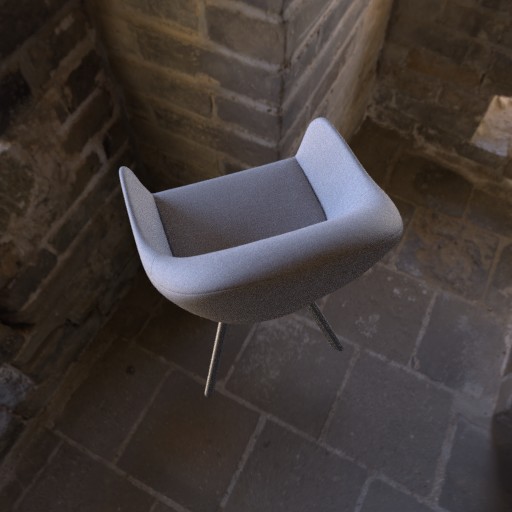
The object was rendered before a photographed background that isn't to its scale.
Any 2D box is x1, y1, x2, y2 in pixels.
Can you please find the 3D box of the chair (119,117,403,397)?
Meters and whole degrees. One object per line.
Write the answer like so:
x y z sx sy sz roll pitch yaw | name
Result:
0.000 0.000 1.153 0.540 0.780 0.570 -17 59 -10 | chair
